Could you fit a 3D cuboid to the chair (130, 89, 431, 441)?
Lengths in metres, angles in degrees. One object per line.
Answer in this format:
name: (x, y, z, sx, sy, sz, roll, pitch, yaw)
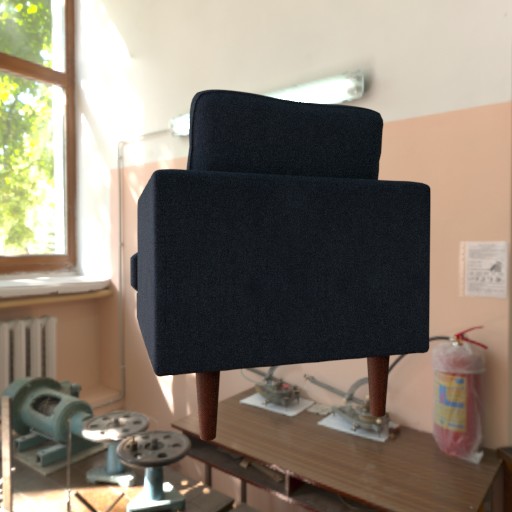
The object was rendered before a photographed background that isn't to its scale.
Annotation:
chair: (0.000, 0.000, 1.621, 0.858, 0.957, 0.899, 0, 2, -18)
